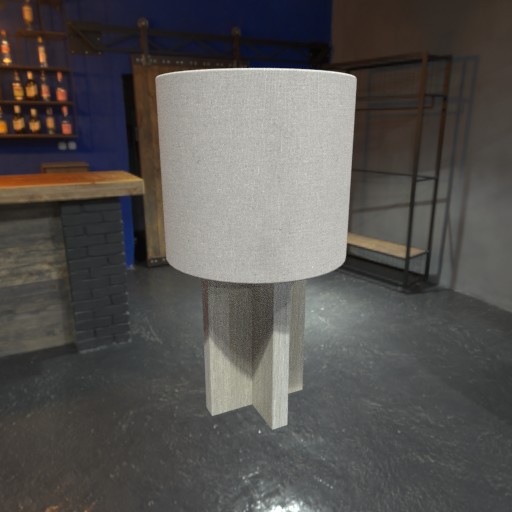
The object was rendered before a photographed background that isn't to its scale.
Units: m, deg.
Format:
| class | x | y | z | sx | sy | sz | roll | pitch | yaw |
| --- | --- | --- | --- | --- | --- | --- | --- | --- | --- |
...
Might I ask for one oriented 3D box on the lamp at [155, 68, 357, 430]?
| class | x | y | z | sx | sy | sz | roll | pitch | yaw |
| --- | --- | --- | --- | --- | --- | --- | --- | --- | --- |
| lamp | 0.000 | 0.000 | 0.576 | 0.229 | 0.428 | 0.229 | -8 | 19 | -25 |
